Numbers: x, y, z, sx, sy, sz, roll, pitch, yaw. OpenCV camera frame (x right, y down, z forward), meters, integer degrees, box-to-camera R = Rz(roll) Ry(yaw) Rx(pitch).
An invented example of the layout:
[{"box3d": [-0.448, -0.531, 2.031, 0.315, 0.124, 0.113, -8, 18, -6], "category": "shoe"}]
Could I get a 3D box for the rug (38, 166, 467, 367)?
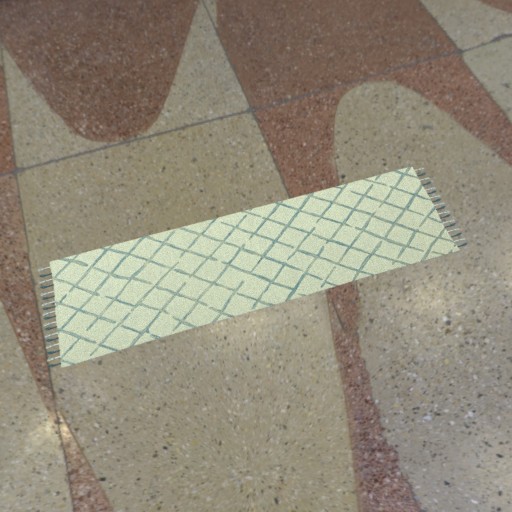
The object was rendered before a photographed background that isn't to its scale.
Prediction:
[{"box3d": [0.000, 0.000, 2.506, 2.372, 0.008, 0.620, -16, 65, -8], "category": "rug"}]
